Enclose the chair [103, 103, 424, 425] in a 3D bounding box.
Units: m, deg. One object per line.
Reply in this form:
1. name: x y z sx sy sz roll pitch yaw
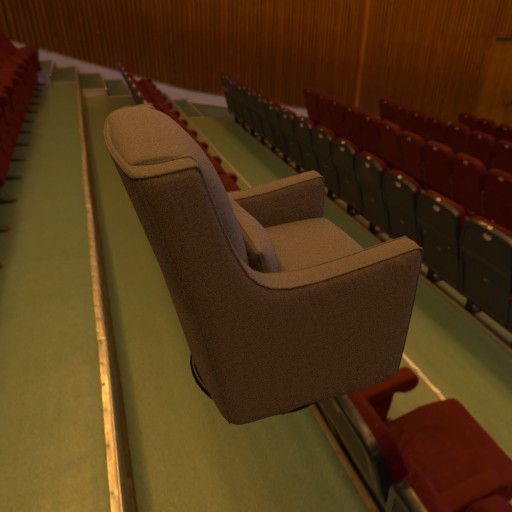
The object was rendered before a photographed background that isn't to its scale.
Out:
1. chair: 0.000 0.000 1.572 0.879 0.993 0.732 -11 33 -17
